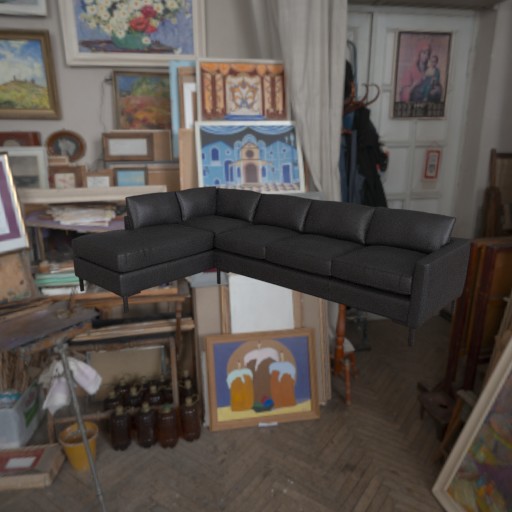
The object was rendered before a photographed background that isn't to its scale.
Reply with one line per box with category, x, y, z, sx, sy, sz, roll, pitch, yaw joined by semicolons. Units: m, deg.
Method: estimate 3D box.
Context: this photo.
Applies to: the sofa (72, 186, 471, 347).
sofa;0.000;0.000;3.905;2.984;0.877;1.938;14;21;40
